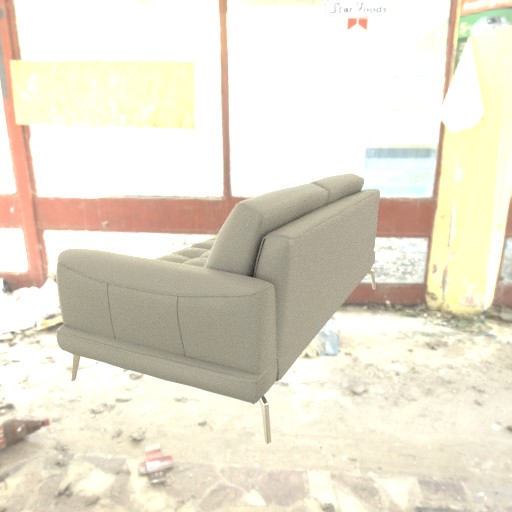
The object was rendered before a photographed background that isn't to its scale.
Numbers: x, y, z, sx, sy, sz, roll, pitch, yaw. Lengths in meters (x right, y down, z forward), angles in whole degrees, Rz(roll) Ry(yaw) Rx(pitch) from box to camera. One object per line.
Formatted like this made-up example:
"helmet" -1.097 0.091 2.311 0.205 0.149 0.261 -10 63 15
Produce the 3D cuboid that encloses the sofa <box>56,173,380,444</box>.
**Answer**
"sofa" 0.000 0.000 2.722 1.121 0.930 2.177 7 17 25
